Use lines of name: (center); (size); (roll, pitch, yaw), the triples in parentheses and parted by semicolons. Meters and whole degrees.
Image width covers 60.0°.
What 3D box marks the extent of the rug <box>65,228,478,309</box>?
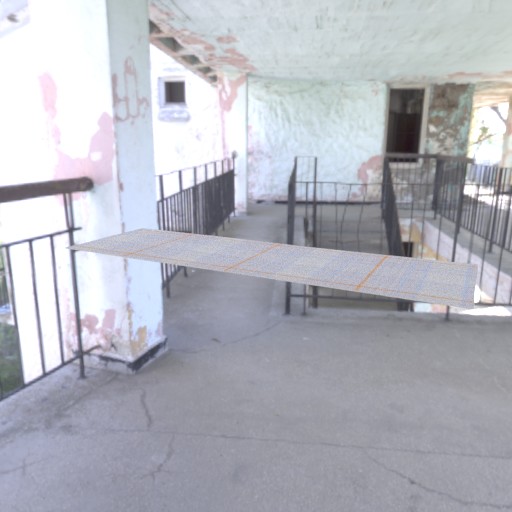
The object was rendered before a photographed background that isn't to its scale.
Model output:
rug: (0.000, 0.000, 2.722); (2.442, 0.016, 0.770); (7, 16, 26)
